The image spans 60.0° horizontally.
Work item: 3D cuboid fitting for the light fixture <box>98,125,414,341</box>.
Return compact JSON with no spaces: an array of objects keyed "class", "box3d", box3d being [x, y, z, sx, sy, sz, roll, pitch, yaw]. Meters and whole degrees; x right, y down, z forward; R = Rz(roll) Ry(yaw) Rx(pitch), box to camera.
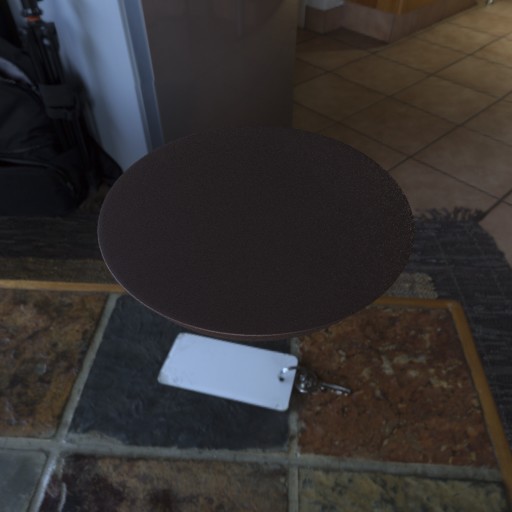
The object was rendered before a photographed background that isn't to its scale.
[{"class":"light fixture","box3d":[0.000,0.000,0.451,0.280,0.135,0.280,0,46,0]}]
